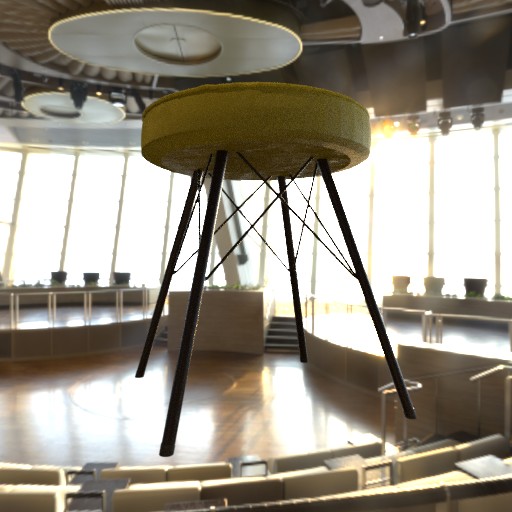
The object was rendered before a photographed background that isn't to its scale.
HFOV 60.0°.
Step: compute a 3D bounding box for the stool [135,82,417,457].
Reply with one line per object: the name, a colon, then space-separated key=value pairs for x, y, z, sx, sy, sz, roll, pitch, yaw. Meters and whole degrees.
stool: x=0.000 y=0.000 z=0.814 sx=0.409 sy=0.508 sz=0.409 roll=0 pitch=0 yaw=-20
